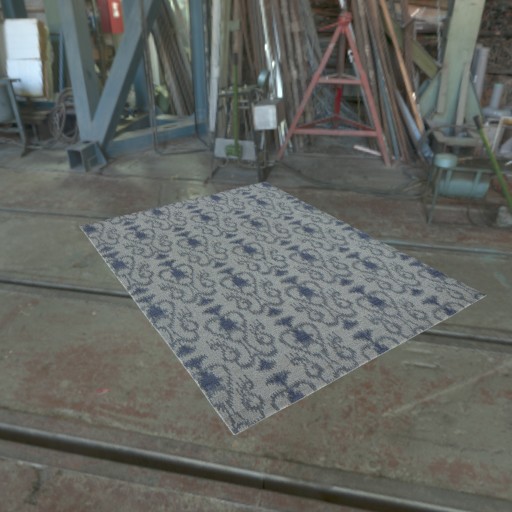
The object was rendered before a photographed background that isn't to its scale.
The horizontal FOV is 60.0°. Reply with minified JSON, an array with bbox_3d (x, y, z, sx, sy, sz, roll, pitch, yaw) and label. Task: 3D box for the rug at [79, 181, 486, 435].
[{"bbox_3d":[0.000,0.000,4.208,2.437,0.015,3.205,-19,35,-29],"label":"rug"}]
